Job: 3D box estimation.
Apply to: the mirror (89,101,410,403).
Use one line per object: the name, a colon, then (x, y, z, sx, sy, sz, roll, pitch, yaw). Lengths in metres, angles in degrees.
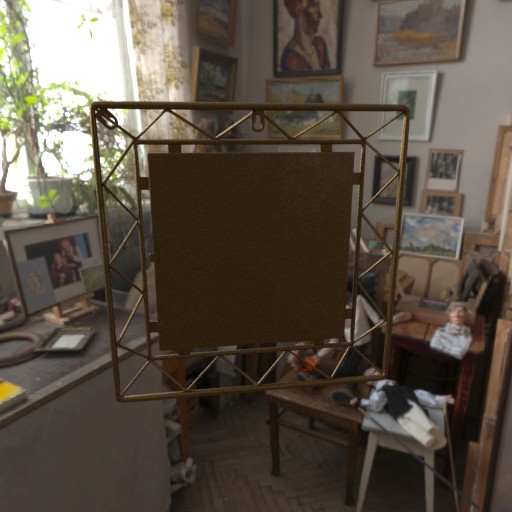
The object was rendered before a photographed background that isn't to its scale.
mirror: (0.000, 0.000, 0.635, 0.416, 0.414, 0.046, -2, 15, -9)
